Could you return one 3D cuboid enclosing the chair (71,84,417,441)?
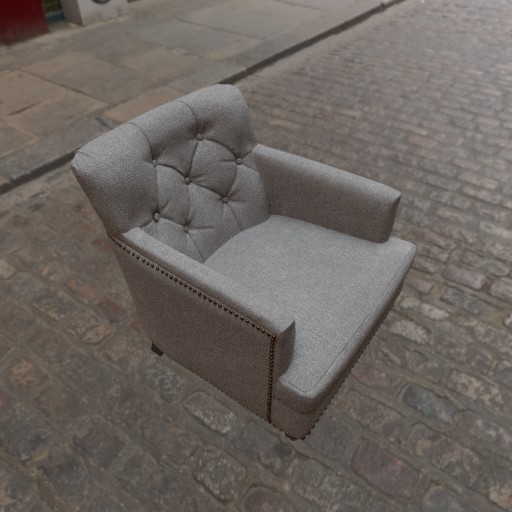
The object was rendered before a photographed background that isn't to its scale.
[{"bbox_3d":[0.000,0.000,1.511,0.902,0.823,0.737,26,48,26],"label":"chair"}]
